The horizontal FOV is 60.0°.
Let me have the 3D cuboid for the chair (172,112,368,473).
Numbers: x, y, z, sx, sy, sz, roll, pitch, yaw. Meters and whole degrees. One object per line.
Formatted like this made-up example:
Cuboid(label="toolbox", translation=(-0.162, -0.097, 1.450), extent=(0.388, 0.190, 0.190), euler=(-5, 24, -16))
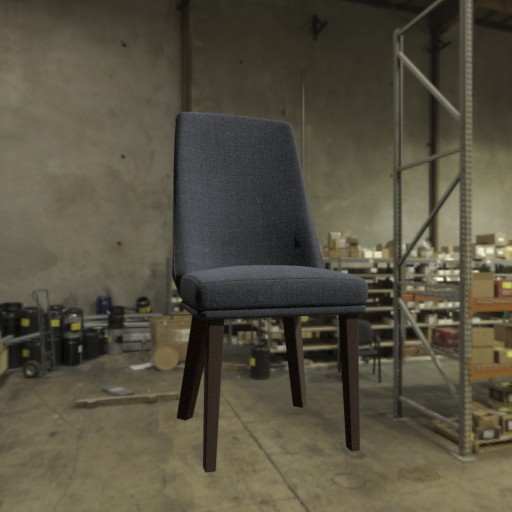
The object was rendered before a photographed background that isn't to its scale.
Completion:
Cuboid(label="chair", translation=(0.000, 0.000, 1.380), extent=(0.510, 1.050, 0.577), euler=(0, -1, -18))
